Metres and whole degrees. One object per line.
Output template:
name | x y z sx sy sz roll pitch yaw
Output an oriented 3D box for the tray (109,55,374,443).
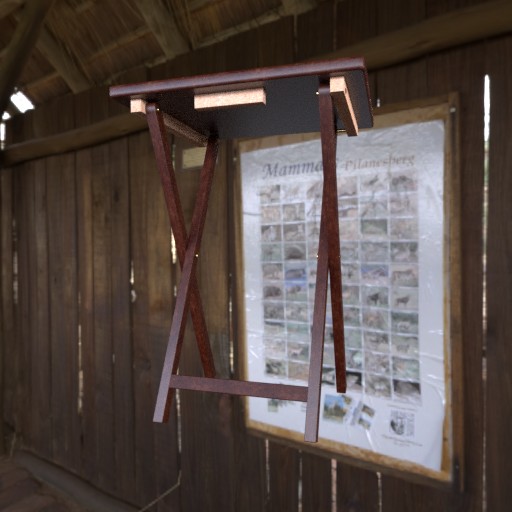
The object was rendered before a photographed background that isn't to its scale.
tray | 0.000 0.000 0.972 0.483 0.660 0.381 0 1 17
